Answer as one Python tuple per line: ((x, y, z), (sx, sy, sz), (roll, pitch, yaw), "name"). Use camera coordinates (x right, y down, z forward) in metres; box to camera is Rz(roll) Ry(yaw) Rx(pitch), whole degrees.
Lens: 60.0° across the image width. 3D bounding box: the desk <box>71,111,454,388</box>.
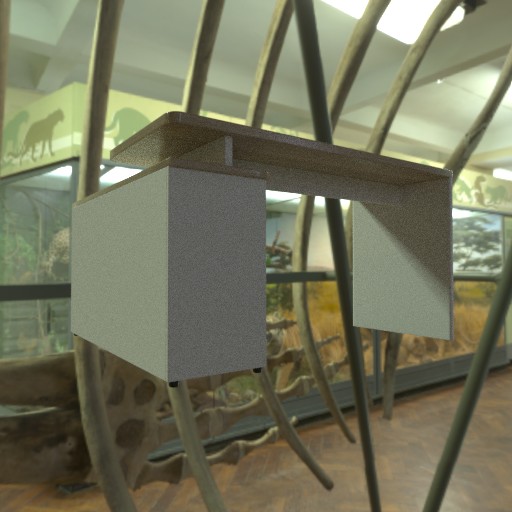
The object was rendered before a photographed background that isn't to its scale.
((0.000, 0.000, 2.090), (1.400, 0.770, 1.175), (1, -1, -35), "desk")
